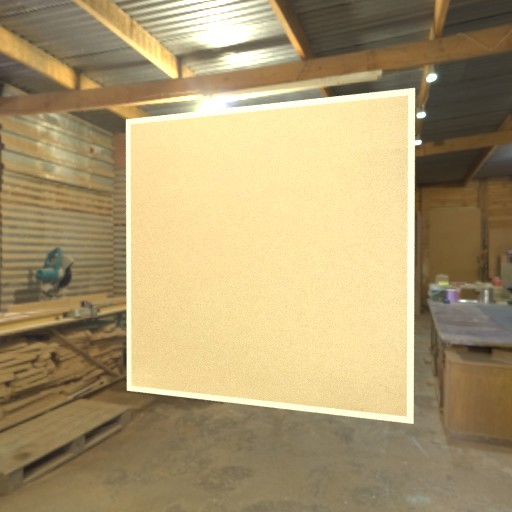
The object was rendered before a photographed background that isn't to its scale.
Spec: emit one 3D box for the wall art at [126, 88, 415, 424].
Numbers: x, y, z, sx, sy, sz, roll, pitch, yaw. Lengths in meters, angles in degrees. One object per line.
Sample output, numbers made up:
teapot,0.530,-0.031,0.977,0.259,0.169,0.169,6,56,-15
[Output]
wall art,0.000,0.000,0.829,0.557,0.557,0.012,0,1,18
